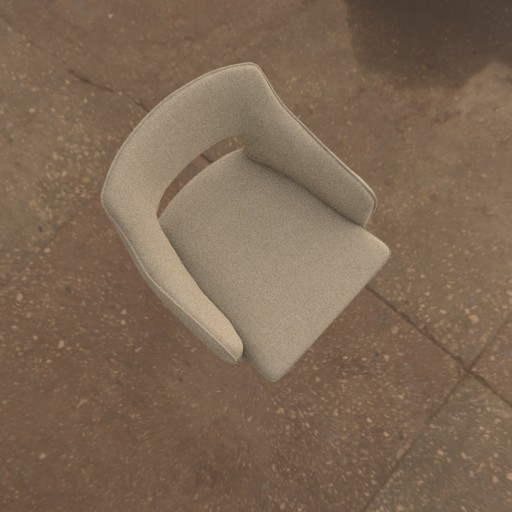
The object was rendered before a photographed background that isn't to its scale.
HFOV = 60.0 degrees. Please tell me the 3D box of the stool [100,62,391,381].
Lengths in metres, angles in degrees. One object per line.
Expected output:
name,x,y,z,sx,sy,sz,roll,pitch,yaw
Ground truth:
stool,0.000,0.000,1.282,0.560,0.936,0.550,43,79,11
